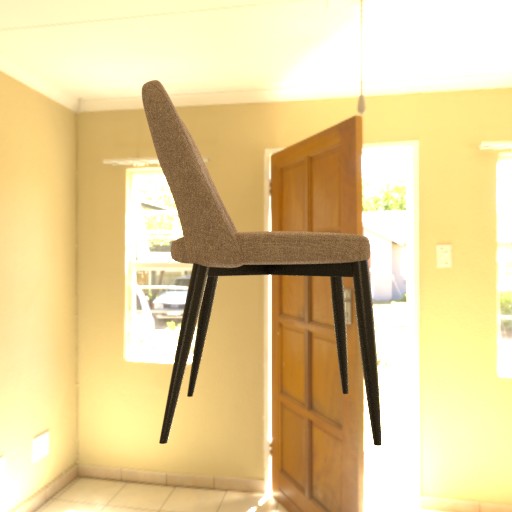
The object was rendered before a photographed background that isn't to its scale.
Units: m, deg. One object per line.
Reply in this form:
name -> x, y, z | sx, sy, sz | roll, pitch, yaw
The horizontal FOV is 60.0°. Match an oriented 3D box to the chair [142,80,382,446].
chair -> 0.000, 0.000, 1.282 | 0.612, 0.931, 0.470 | 0, -1, 1
